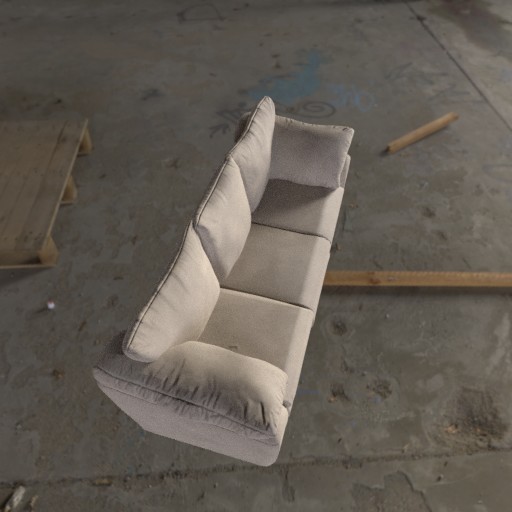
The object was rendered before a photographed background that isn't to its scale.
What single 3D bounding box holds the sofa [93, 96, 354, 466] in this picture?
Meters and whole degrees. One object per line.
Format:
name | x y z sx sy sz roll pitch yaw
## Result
sofa | 0.000 0.000 2.773 0.878 0.996 2.334 12 49 11
